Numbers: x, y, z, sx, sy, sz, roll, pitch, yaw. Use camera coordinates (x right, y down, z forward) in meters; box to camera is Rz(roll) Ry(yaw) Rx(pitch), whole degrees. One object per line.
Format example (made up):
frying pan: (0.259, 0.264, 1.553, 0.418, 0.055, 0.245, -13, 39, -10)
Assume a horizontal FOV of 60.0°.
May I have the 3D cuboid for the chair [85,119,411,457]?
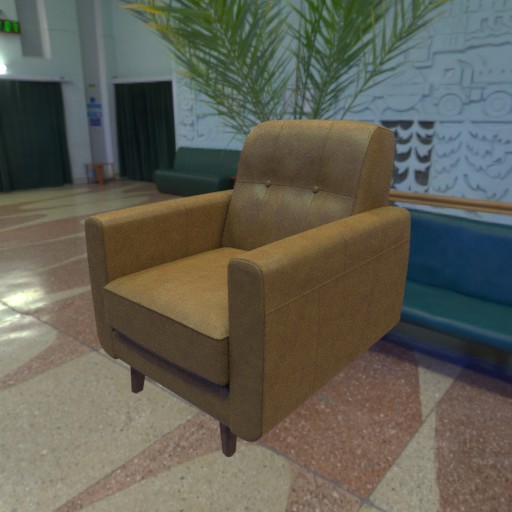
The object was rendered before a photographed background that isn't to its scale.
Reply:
chair: (0.000, 0.000, 1.645, 0.845, 0.968, 0.942, 15, 23, 39)
